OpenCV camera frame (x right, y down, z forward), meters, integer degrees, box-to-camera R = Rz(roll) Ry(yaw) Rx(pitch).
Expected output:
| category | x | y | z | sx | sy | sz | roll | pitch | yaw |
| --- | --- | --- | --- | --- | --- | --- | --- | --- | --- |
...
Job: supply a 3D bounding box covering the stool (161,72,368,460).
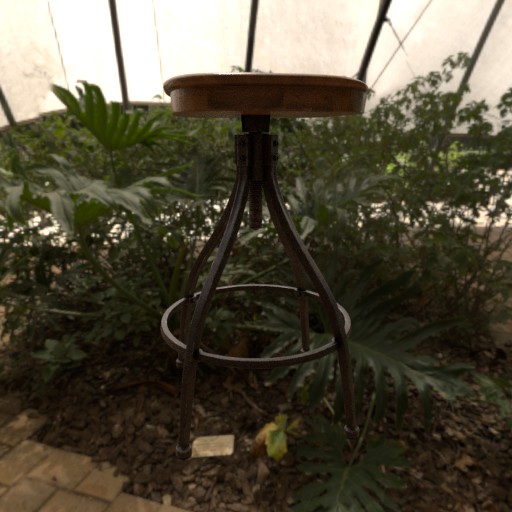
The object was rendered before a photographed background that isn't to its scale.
| category | x | y | z | sx | sy | sz | roll | pitch | yaw |
| --- | --- | --- | --- | --- | --- | --- | --- | --- | --- |
| stool | 0.000 | 0.000 | 0.963 | 0.424 | 0.694 | 0.432 | -3 | 16 | -9 |
